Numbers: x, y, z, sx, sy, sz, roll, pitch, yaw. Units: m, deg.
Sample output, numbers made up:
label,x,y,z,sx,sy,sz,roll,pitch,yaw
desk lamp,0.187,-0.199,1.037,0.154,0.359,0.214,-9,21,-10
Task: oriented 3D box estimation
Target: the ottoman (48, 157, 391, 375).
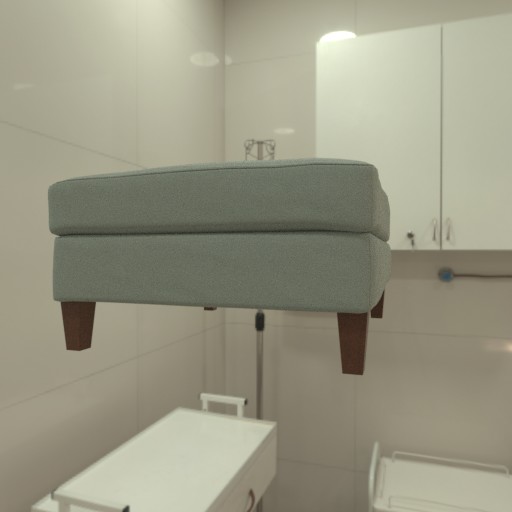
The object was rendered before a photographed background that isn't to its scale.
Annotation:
label,x,y,z,sx,sy,sz,roll,pitch,yaw
ottoman,0.000,0.000,1.476,0.842,0.494,0.991,0,0,19
